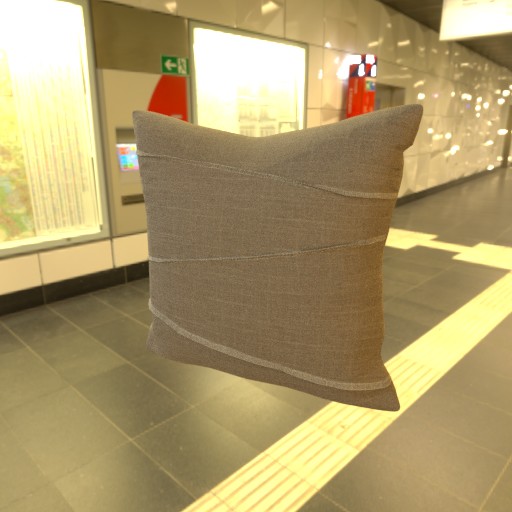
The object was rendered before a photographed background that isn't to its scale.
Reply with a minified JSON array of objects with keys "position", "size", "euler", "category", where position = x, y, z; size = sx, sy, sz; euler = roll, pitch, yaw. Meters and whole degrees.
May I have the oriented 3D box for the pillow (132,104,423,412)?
[{"position":[0.000,0.000,0.627],"size":[0.424,0.400,0.169],"euler":[7,18,24],"category":"pillow"}]
